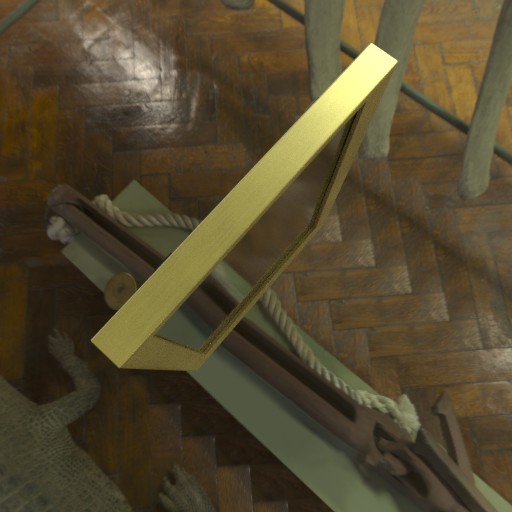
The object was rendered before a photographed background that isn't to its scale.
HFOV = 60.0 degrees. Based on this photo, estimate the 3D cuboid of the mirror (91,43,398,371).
[{"bbox_3d":[0.000,0.000,0.666,0.041,0.508,0.405,40,79,10],"label":"mirror"}]
